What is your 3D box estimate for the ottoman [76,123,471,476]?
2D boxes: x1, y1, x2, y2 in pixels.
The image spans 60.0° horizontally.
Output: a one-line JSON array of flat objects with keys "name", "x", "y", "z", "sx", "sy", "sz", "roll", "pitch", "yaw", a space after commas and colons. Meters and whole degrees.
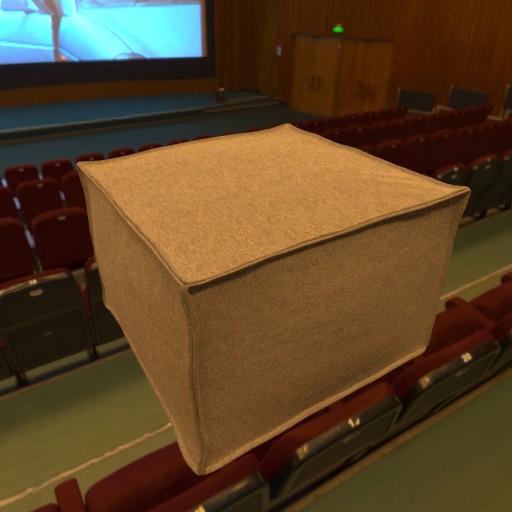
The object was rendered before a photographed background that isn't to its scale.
[{"name": "ottoman", "x": 0.000, "y": 0.000, "z": 1.133, "sx": 0.707, "sy": 0.470, "sz": 0.696, "roll": -18, "pitch": 35, "yaw": -28}]
